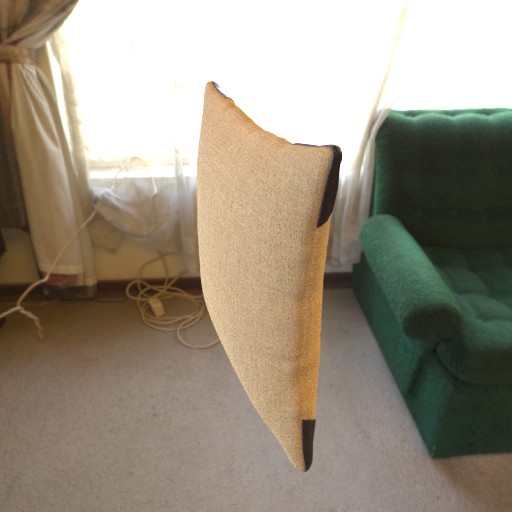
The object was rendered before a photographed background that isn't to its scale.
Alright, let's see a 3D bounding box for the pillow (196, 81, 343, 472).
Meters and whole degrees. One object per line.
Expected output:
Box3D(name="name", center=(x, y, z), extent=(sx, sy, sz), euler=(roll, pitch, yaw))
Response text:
Box3D(name="pillow", center=(0.000, 0.000, 0.660), extent=(0.147, 0.441, 0.440), euler=(-10, 31, -18))
